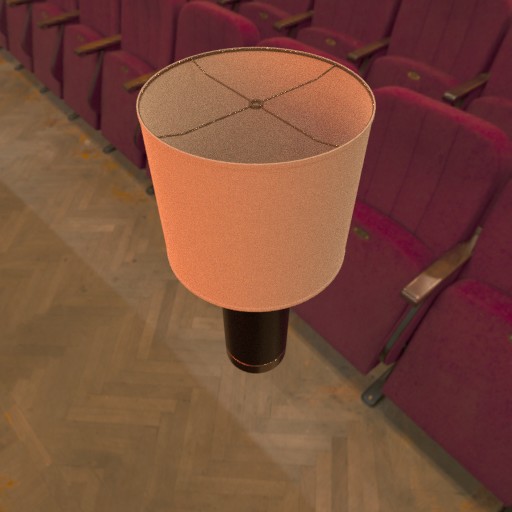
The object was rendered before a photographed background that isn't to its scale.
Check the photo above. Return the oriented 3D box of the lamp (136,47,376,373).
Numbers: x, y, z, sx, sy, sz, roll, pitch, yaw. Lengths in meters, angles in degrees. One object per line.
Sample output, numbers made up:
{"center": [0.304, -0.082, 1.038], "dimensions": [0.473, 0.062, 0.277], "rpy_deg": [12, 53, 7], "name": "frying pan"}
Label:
{"center": [0.000, 0.000, 0.629], "dimensions": [0.241, 0.482, 0.240], "rpy_deg": [-31, 54, -26], "name": "lamp"}
